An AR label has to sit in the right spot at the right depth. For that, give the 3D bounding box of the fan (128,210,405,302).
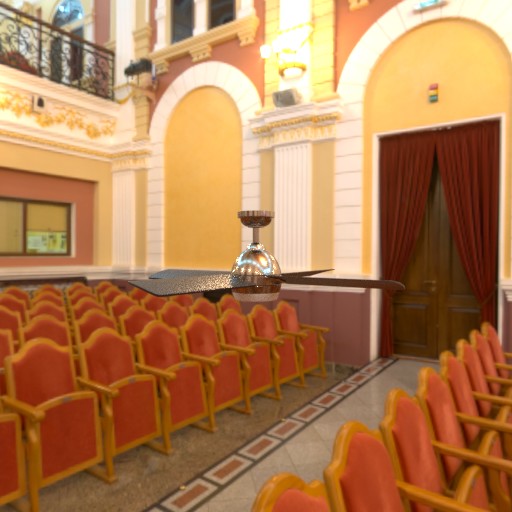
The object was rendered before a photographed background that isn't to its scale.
[{"bbox_3d":[0.000,0.000,2.033,1.332,0.403,1.332,1,1,36],"label":"fan"}]
